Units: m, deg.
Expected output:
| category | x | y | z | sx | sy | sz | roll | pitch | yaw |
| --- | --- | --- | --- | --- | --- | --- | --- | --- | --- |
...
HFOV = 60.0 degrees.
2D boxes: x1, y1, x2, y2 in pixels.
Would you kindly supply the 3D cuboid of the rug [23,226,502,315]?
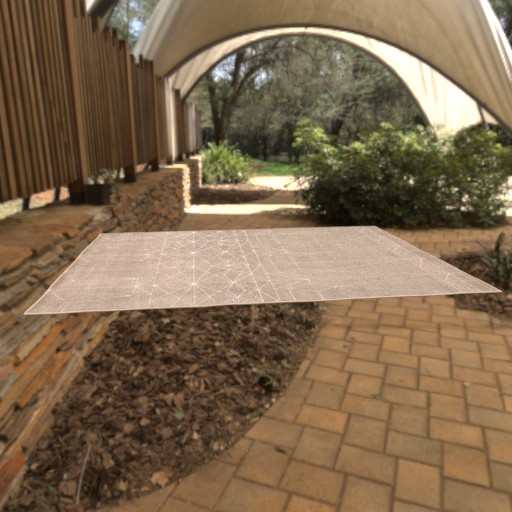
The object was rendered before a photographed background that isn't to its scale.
| category | x | y | z | sx | sy | sz | roll | pitch | yaw |
| --- | --- | --- | --- | --- | --- | --- | --- | --- | --- |
| rug | 0.000 | 0.000 | 4.228 | 3.357 | 0.019 | 2.449 | -2 | 16 | -7 |
